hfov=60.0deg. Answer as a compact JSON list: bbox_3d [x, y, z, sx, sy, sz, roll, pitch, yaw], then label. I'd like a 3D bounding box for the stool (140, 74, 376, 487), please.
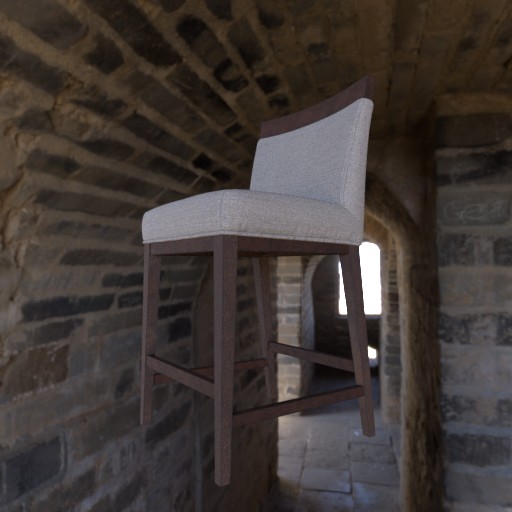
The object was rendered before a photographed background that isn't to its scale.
[{"bbox_3d":[0.000,0.000,1.305,0.531,1.009,0.512,1,-2,-35],"label":"stool"}]
